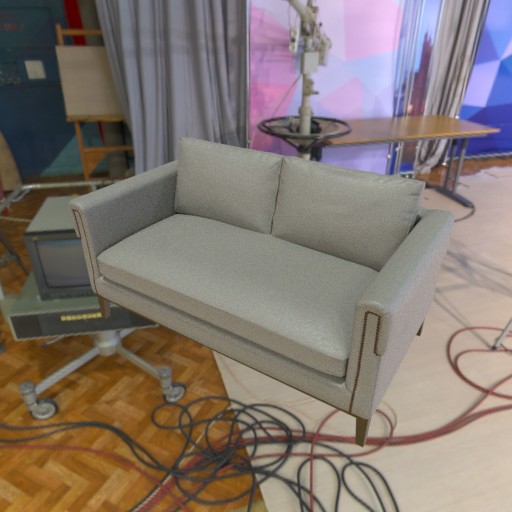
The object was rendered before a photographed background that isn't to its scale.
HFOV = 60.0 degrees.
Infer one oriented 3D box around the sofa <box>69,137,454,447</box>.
[{"bbox_3d":[0.000,0.000,2.174,1.598,0.873,0.899,18,34,28],"label":"sofa"}]
